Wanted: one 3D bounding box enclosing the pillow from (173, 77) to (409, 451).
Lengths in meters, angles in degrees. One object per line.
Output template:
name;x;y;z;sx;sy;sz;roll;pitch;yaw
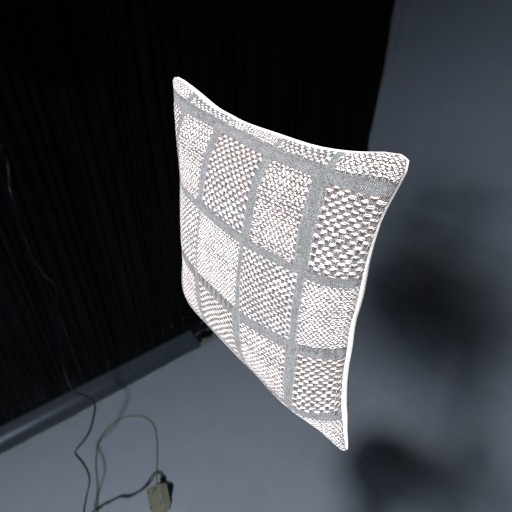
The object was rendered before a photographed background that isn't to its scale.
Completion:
pillow;0.000;0.000;0.652;0.138;0.432;0.435;-22;39;-30
